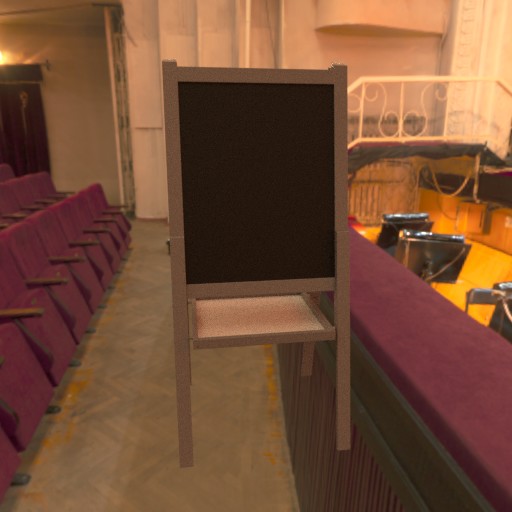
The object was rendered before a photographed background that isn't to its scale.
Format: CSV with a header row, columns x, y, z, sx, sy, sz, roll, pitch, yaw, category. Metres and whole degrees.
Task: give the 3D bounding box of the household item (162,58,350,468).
x,y,z,sx,sy,sz,roll,pitch,yaw,category
0.000,0.000,1.433,0.531,1.172,0.469,-2,15,-8,household item
